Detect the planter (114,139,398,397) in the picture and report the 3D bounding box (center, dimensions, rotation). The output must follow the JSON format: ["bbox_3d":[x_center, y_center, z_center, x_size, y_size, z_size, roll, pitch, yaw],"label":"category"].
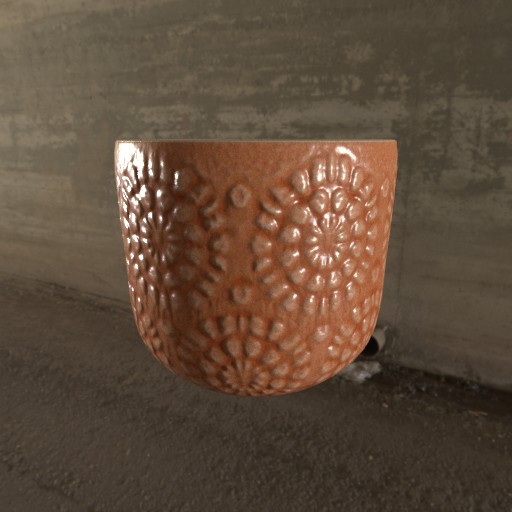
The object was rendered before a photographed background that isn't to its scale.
[{"bbox_3d":[0.000,0.000,0.215,0.124,0.109,0.124,0,15,0],"label":"planter"}]
